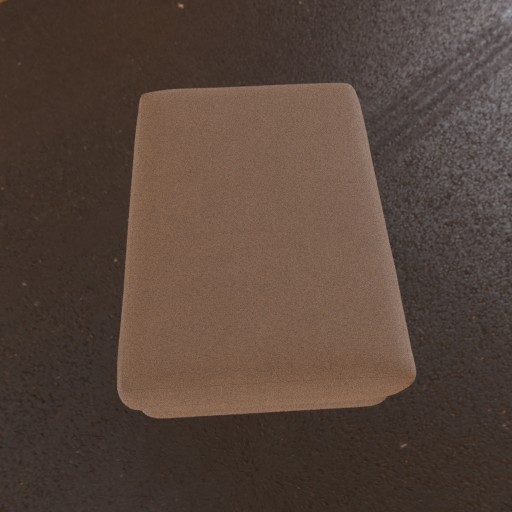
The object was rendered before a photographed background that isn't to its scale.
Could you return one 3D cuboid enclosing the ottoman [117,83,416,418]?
[{"bbox_3d":[0.000,0.000,1.142,0.569,0.504,0.773,-3,64,-1],"label":"ottoman"}]
